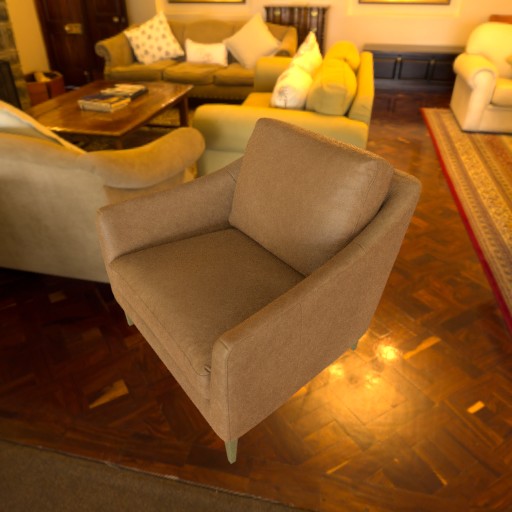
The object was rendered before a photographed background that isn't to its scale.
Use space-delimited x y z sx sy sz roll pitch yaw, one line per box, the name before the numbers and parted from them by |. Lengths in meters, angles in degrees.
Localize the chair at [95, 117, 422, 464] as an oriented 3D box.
chair | 0.000 0.000 1.771 0.963 0.895 0.988 -22 39 -30
